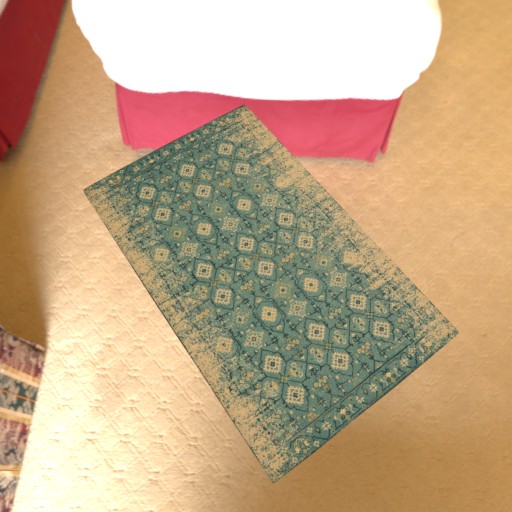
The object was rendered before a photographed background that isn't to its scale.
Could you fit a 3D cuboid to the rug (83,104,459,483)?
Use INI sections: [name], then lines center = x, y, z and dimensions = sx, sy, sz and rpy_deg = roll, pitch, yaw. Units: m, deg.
[rug]
center = 0.000, 0.000, 2.281
dimensions = 1.102, 0.008, 1.795
rpy_deg = -33, 68, -15
